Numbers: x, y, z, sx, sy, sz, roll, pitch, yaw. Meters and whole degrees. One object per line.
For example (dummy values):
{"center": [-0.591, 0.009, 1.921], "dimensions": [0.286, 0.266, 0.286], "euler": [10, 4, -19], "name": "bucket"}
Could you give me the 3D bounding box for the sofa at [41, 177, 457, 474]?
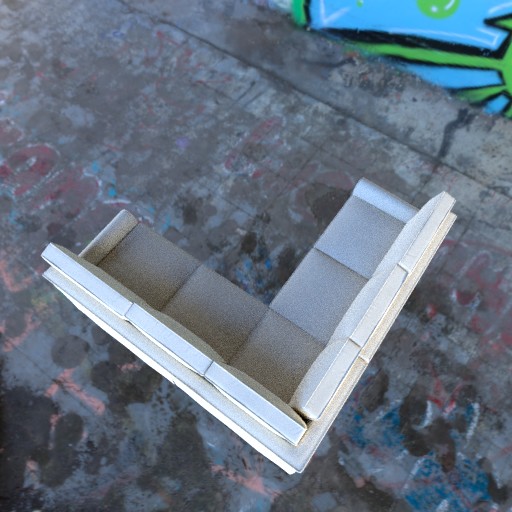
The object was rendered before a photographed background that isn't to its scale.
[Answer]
{"center": [0.000, 0.000, 4.060], "dimensions": [2.597, 1.070, 2.591], "euler": [33, 68, 15], "name": "sofa"}
